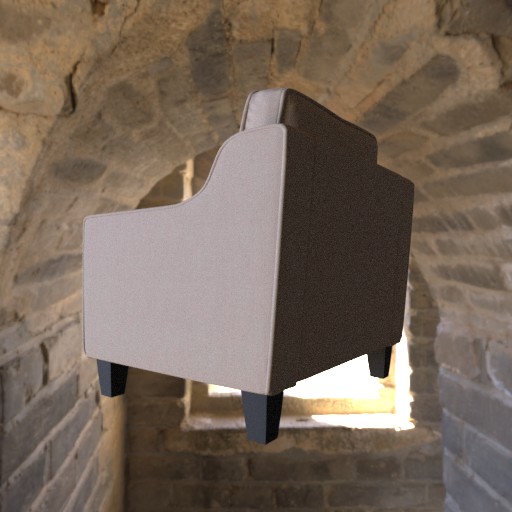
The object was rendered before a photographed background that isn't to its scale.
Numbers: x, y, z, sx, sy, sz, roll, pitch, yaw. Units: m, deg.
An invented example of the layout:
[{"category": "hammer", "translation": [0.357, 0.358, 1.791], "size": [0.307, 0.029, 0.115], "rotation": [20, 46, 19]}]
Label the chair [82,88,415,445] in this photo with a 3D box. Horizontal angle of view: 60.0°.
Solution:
[{"category": "chair", "translation": [0.000, 0.000, 1.639], "size": [0.882, 0.948, 0.922], "rotation": [-1, -1, 37]}]
